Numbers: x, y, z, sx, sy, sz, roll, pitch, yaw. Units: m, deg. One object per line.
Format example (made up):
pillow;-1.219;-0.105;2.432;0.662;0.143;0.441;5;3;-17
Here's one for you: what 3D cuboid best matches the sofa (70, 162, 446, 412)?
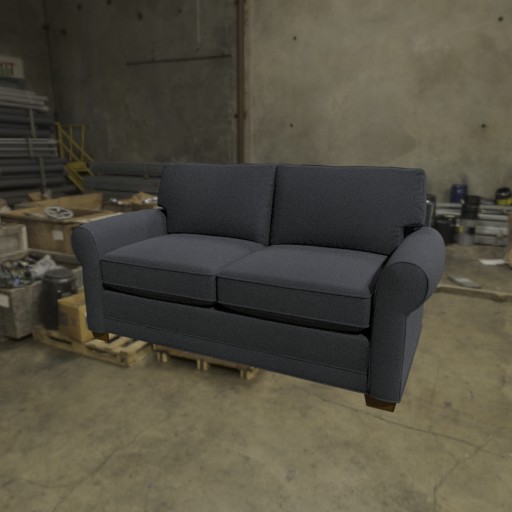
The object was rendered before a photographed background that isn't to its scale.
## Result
sofa;0.000;0.000;2.565;2.009;1.031;0.951;7;16;25
